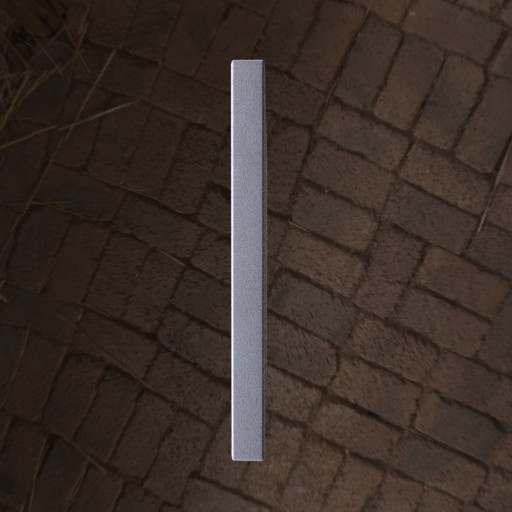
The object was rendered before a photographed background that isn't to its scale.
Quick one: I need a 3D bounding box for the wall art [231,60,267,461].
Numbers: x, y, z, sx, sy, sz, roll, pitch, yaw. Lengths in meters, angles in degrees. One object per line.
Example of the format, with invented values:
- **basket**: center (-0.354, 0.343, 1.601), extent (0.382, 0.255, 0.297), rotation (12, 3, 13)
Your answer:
- **wall art**: center (0.000, 0.000, 0.806), extent (0.038, 0.609, 0.456), rotation (0, 91, 2)
